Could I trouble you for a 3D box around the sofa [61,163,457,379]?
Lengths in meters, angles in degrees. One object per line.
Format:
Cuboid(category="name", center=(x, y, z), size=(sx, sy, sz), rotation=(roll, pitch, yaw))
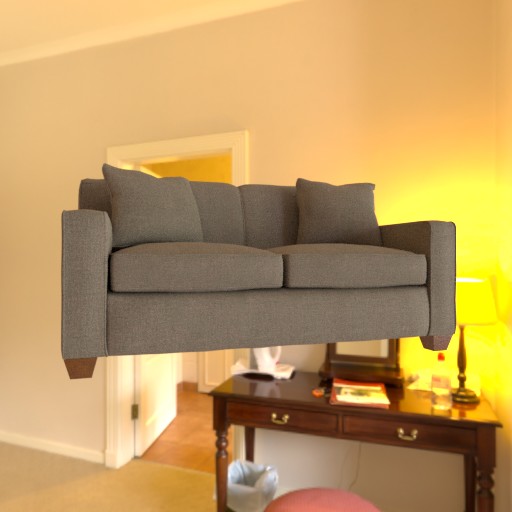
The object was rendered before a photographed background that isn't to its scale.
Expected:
Cuboid(category="sofa", center=(0.000, 0.000, 2.385), size=(1.846, 0.958, 1.000), rotation=(0, 0, -17))
